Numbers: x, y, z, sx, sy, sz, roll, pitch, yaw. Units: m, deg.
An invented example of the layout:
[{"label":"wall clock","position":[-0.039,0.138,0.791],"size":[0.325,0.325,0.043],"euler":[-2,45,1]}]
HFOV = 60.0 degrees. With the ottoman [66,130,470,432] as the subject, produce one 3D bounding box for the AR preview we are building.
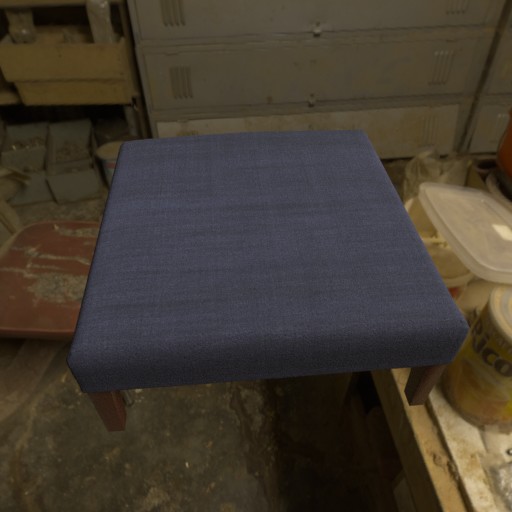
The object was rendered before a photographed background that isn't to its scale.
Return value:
[{"label":"ottoman","position":[0.000,0.000,1.380],"size":[0.890,0.411,0.889],"euler":[-4,45,-4]}]
